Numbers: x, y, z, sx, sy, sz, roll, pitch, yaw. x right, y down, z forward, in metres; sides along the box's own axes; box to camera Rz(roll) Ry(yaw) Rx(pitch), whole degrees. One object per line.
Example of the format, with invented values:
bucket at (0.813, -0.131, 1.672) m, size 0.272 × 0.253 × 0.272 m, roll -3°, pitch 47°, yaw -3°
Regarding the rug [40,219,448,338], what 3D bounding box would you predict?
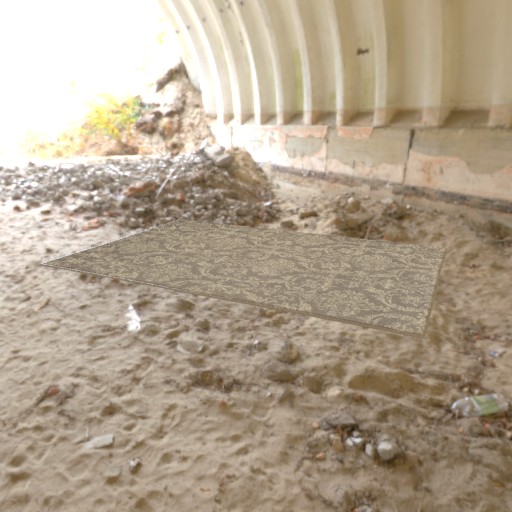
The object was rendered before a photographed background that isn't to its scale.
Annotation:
rug at (0.000, 0.000, 3.561) m, size 2.746 × 0.018 × 1.819 m, roll 8°, pitch 18°, yaw 25°
